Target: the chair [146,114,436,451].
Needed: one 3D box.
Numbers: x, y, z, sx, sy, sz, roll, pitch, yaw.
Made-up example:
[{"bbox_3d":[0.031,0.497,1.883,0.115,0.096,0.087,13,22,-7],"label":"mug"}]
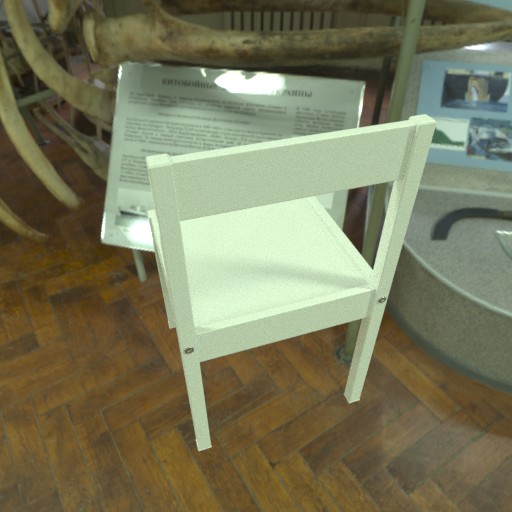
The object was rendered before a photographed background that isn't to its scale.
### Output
[{"bbox_3d":[0.000,0.000,0.669,0.285,0.505,0.285,-12,42,-14],"label":"chair"}]
